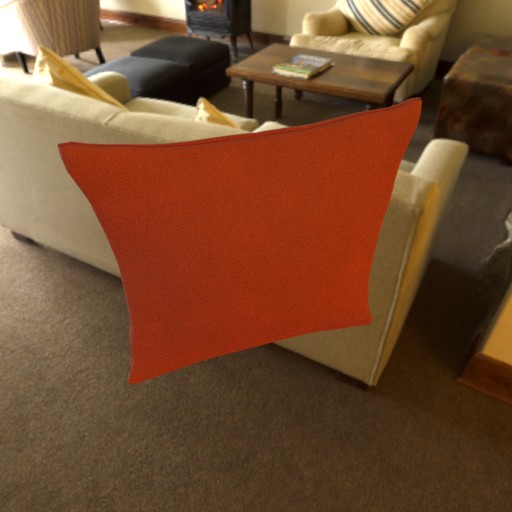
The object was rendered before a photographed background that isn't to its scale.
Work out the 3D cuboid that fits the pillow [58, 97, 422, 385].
[{"bbox_3d":[0.000,0.000,0.638,0.435,0.416,0.151,-12,42,-13],"label":"pillow"}]
